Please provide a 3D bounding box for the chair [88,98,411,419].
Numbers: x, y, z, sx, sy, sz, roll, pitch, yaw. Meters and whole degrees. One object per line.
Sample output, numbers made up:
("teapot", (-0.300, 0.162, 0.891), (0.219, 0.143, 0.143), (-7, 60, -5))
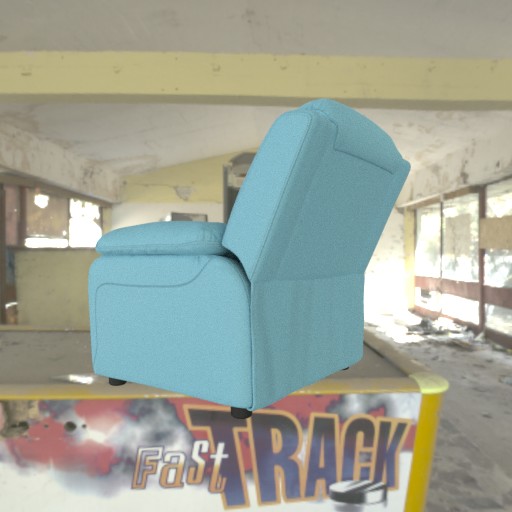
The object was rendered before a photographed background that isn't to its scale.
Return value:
("chair", (0.000, 0.000, 1.260), (0.709, 0.702, 0.680), (0, 0, 36))
